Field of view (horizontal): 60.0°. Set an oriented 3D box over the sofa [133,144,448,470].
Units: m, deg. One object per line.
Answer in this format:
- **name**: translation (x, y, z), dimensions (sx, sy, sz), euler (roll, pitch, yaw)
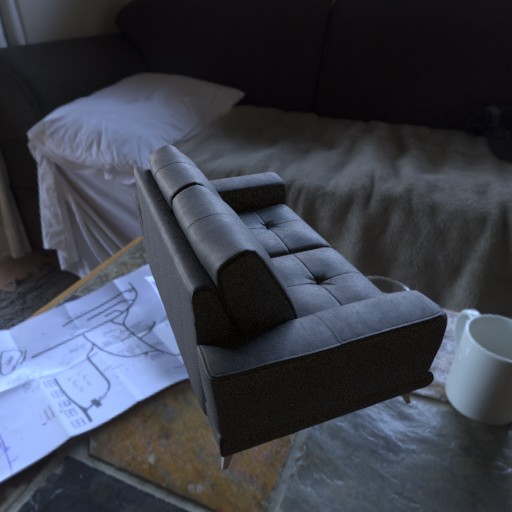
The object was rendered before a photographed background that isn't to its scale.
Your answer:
- **sofa**: translation (0.000, 0.000, 2.358), dimensions (1.018, 0.907, 1.806), euler (-12, 33, -18)
